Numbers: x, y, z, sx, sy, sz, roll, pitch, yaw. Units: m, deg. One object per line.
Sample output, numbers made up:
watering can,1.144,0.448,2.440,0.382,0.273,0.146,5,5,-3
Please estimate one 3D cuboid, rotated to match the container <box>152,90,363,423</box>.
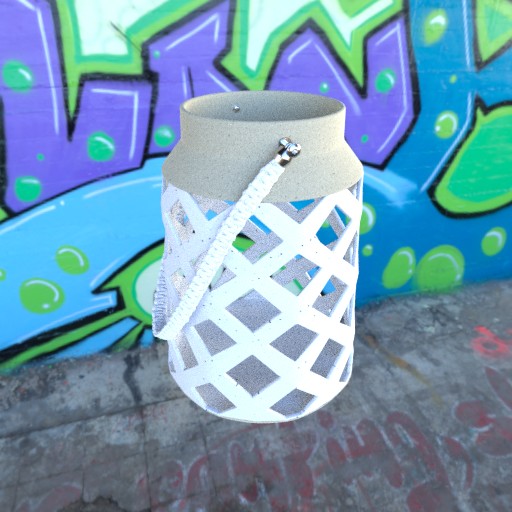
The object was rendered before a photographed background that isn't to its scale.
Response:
container,0.000,0.000,0.400,0.198,0.264,0.188,-9,31,-15
